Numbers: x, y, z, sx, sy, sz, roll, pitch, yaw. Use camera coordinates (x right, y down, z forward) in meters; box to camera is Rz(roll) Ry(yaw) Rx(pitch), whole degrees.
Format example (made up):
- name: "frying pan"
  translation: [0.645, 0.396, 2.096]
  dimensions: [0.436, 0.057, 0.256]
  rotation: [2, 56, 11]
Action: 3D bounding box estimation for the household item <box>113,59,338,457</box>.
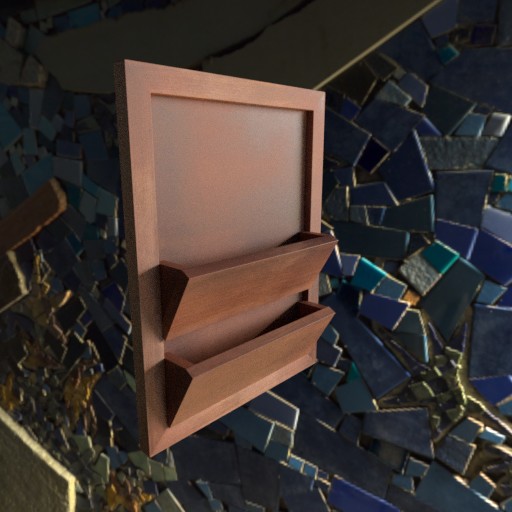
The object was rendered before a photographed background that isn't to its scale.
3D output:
- name: "household item"
  translation: [0.000, 0.000, 0.539]
  dimensions: [0.067, 0.407, 0.310]
  rotation: [12, 18, 42]
